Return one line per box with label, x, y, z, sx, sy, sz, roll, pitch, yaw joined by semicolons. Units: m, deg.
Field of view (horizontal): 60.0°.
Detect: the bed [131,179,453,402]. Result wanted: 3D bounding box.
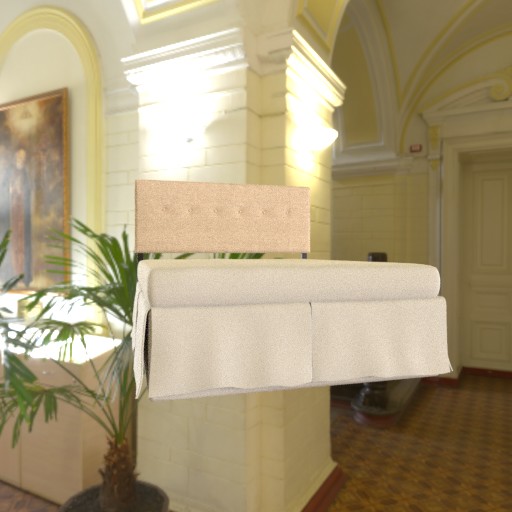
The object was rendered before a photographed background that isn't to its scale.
bed;0.000;0.000;3.027;1.643;1.270;1.978;0;1;-16
